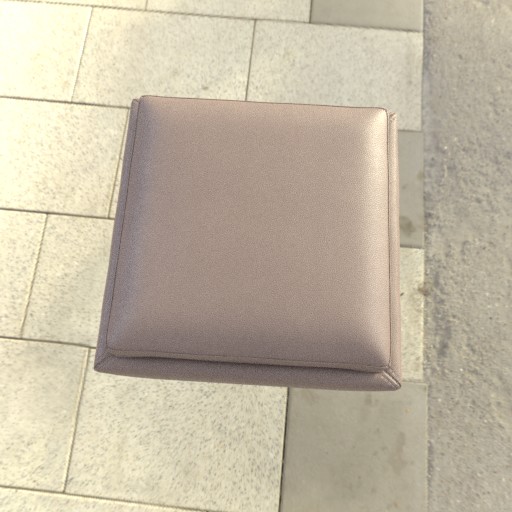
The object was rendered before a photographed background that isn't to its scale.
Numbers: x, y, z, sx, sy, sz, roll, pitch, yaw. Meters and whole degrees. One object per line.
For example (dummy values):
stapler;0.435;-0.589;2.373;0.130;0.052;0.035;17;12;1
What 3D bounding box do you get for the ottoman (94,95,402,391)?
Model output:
ottoman;0.000;0.000;0.818;0.450;0.460;0.451;3;76;1
